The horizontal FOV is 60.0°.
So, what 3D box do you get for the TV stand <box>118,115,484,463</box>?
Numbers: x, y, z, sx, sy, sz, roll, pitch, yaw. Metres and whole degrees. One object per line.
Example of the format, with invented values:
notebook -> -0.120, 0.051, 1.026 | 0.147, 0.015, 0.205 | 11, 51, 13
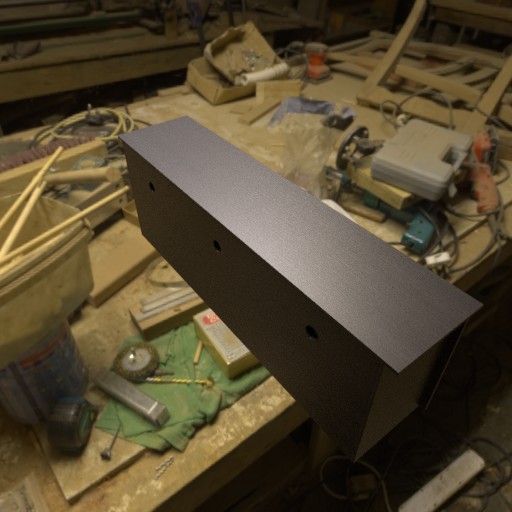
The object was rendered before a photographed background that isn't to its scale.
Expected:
TV stand -> 0.000, 0.000, 2.005 | 0.406, 0.610, 1.778 | -27, 47, -27
